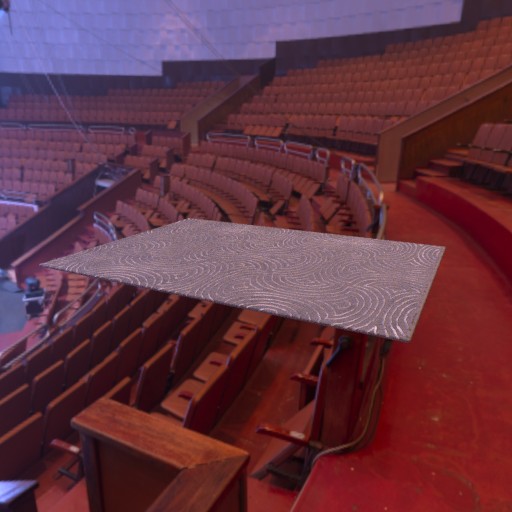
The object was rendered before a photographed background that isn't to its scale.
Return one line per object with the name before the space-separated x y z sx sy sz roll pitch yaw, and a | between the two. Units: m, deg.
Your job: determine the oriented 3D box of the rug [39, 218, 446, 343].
rug | 0.000 0.000 2.855 2.144 0.015 1.543 8 18 26
